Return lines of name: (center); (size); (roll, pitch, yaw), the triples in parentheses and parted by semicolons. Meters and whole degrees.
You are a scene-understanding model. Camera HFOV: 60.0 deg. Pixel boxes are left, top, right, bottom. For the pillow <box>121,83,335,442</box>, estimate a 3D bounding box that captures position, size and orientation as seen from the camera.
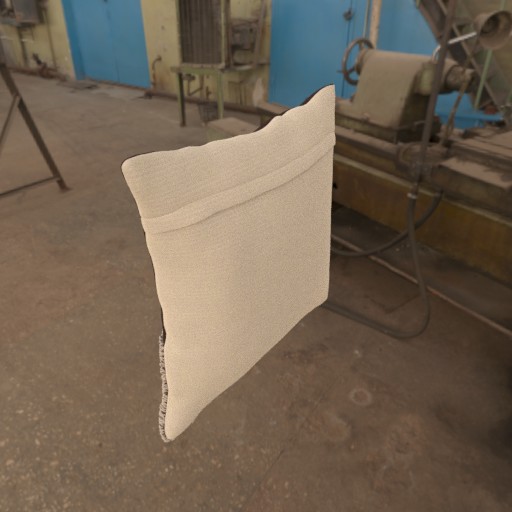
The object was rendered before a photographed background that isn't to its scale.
pillow: (0.000, 0.000, 0.738); (0.178, 0.473, 0.475); (22, 38, 31)
